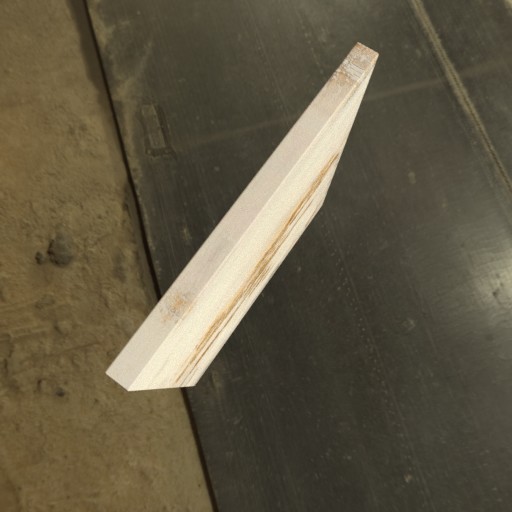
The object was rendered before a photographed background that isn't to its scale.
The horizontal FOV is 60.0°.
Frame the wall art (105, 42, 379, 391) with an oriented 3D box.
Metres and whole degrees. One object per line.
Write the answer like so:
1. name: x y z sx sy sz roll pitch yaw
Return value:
1. wall art: 0.000 0.000 0.916 0.040 0.613 0.611 34 77 9
